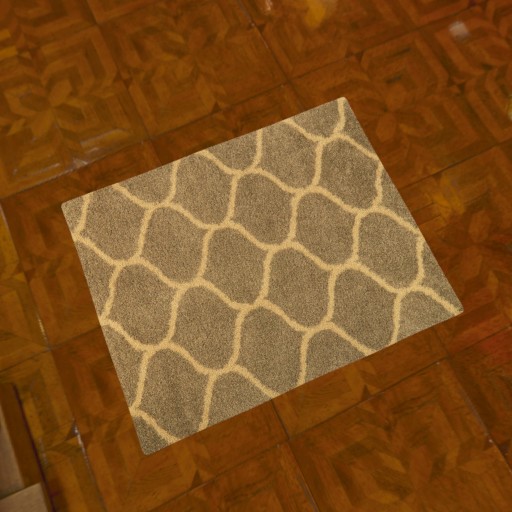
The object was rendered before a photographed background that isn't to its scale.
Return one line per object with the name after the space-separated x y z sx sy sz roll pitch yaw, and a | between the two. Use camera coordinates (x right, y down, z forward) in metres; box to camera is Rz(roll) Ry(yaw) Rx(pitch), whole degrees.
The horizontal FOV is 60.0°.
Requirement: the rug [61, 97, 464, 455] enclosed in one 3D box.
0.000 0.000 4.060 3.000 0.026 2.399 -22 75 -6 | rug
